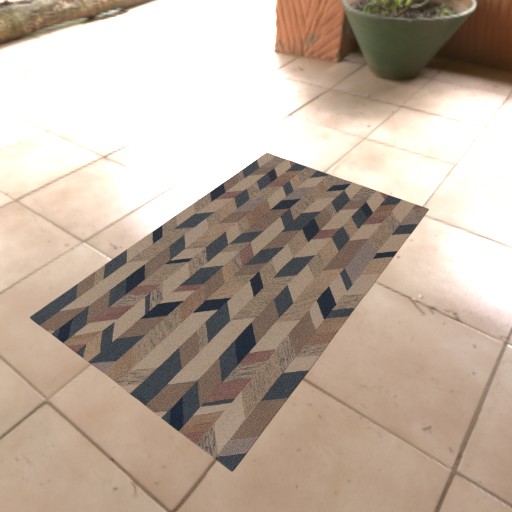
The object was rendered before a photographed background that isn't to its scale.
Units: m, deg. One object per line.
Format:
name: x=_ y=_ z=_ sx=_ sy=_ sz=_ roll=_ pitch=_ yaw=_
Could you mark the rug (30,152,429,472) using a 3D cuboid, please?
rug: x=0.000 y=0.000 z=2.981 sx=1.513 sy=0.008 sz=2.423 roll=26 pitch=48 yaw=26
